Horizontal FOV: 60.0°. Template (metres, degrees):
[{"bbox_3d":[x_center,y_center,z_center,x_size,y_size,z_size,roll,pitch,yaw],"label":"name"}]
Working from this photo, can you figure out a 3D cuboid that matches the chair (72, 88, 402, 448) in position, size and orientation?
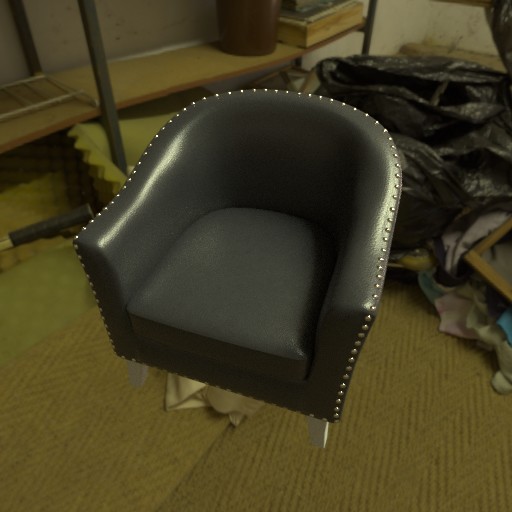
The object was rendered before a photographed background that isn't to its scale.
[{"bbox_3d":[0.000,0.000,1.434,0.794,0.823,0.748,13,42,15],"label":"chair"}]
